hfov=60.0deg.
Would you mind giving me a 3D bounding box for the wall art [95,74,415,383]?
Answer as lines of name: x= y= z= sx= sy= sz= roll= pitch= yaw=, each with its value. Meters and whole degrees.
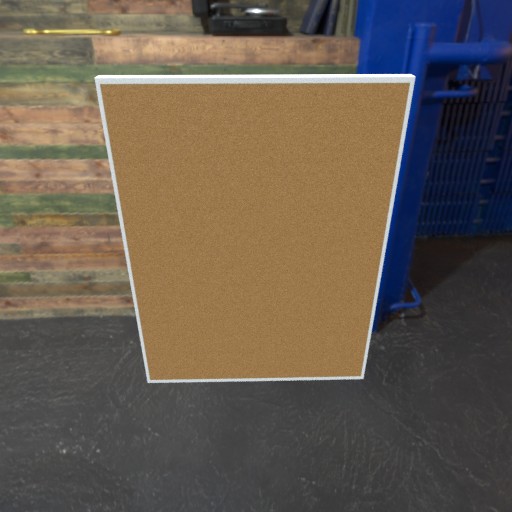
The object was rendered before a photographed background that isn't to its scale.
wall art: x=0.000 y=0.000 z=1.380 sx=0.795 sy=1.050 sz=0.039 roll=-1 pitch=31 yaw=-1
